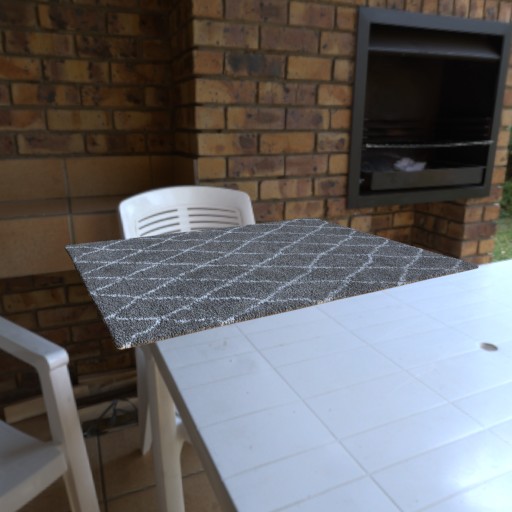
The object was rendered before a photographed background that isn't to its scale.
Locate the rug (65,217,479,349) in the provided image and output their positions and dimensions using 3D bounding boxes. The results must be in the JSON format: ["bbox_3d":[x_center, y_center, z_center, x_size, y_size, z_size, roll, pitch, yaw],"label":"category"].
[{"bbox_3d":[0.000,0.000,4.117,3.047,0.029,2.438,-9,18,-28],"label":"rug"}]
